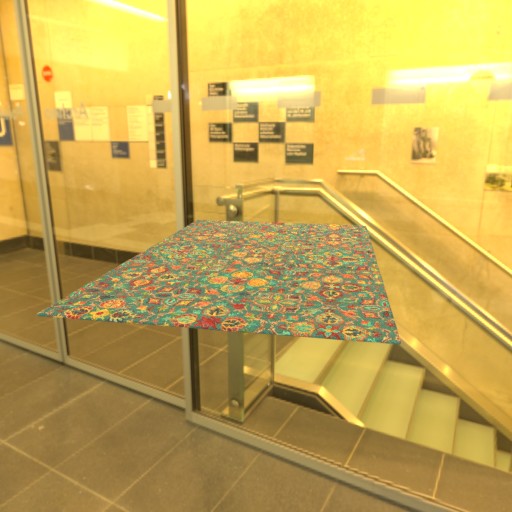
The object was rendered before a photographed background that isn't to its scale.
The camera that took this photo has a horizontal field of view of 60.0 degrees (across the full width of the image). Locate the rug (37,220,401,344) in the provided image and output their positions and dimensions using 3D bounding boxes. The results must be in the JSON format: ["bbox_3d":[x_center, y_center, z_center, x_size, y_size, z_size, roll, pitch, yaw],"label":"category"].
[{"bbox_3d":[0.000,0.000,2.882,1.527,0.016,2.290,3,15,10],"label":"rug"}]
